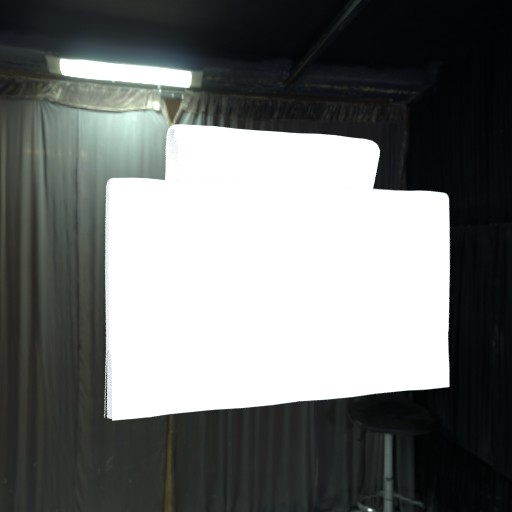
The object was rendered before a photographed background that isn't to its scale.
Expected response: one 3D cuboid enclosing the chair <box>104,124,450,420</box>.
[{"bbox_3d":[0.000,0.000,1.797,1.150,0.878,0.957,0,0,-16],"label":"chair"}]
